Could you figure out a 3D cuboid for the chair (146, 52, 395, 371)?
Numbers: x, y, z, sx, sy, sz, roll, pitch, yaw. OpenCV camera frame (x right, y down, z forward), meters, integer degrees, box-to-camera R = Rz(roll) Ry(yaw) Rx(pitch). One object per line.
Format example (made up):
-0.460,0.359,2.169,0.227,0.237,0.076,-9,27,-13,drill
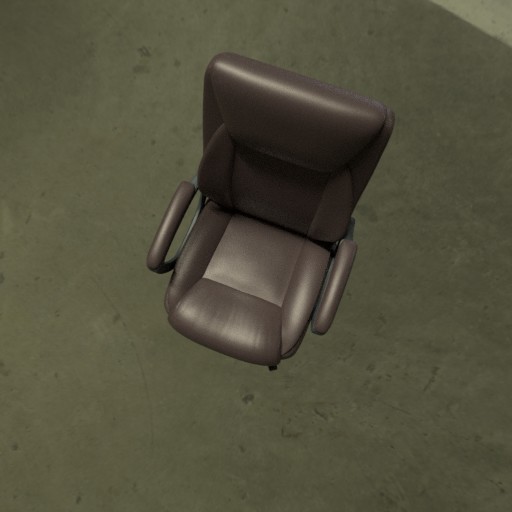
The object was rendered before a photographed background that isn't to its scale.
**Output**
0.000,0.000,1.439,0.615,1.072,0.655,20,76,5,chair
